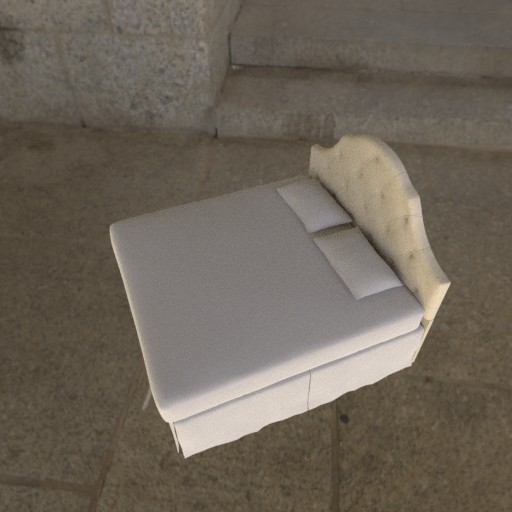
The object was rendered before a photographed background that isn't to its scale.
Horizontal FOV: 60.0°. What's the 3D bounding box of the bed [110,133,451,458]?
[{"bbox_3d":[0.000,0.000,3.534,2.086,1.555,2.012,-16,47,-16],"label":"bed"}]
